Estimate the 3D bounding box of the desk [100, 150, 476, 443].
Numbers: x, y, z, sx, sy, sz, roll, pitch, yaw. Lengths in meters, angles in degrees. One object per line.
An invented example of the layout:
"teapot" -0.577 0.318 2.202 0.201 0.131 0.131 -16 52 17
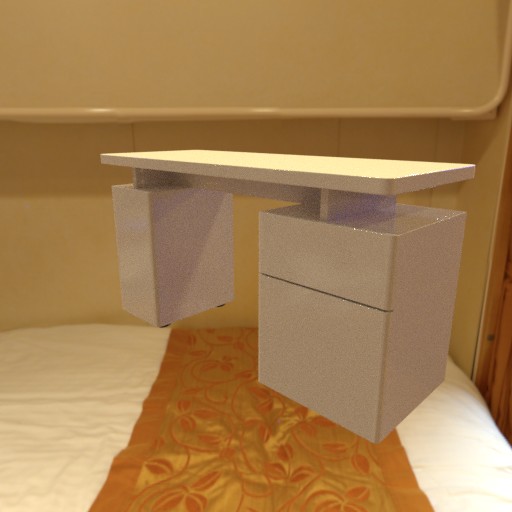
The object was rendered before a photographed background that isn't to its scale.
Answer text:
"desk" 0.000 0.000 1.769 1.400 0.762 0.550 15 22 42
